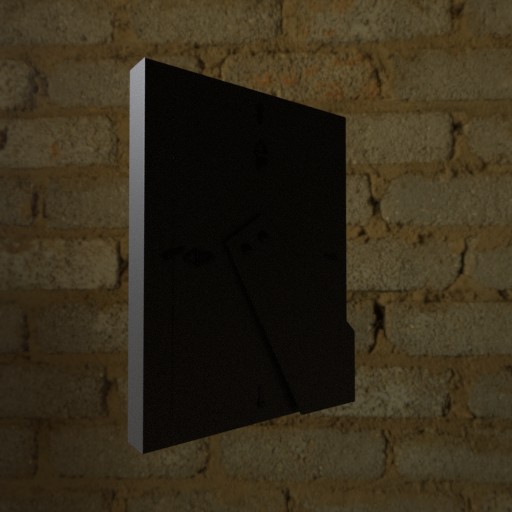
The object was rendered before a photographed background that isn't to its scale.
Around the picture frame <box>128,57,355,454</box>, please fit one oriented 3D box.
[{"bbox_3d":[0.000,0.000,0.284,0.157,0.208,0.028,1,-1,-37],"label":"picture frame"}]
